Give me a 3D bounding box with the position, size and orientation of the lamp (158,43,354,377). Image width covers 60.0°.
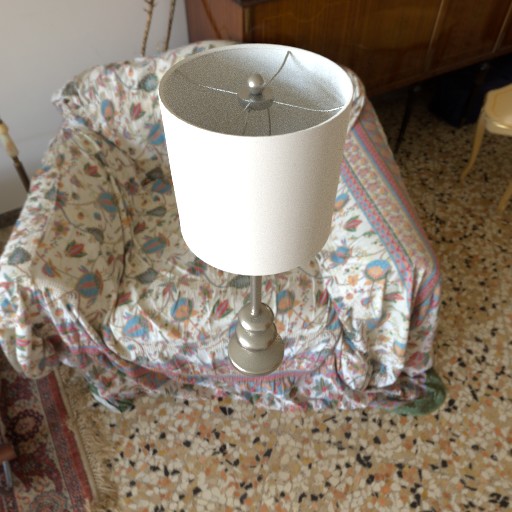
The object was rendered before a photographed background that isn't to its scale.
[{"bbox_3d":[0.000,0.000,0.824,0.254,0.690,0.254,18,50,16],"label":"lamp"}]
